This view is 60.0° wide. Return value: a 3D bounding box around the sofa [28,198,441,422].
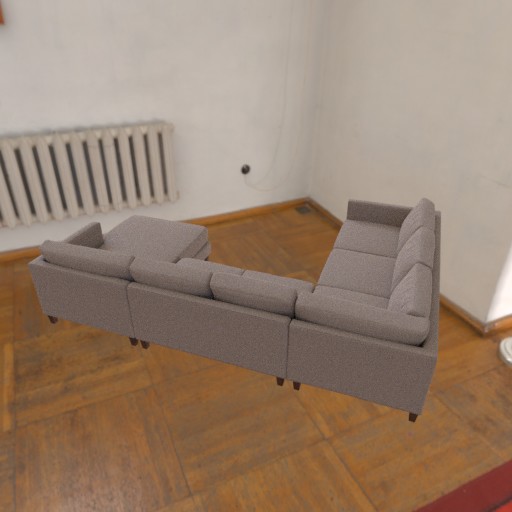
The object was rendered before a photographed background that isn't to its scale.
[{"bbox_3d":[0.000,0.000,4.502,3.438,0.865,2.424,11,33,17],"label":"sofa"}]
